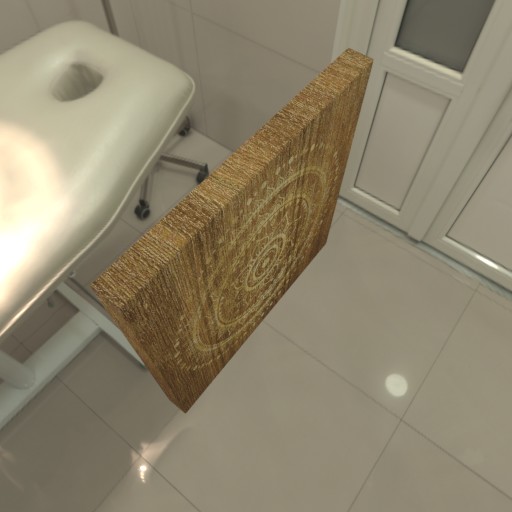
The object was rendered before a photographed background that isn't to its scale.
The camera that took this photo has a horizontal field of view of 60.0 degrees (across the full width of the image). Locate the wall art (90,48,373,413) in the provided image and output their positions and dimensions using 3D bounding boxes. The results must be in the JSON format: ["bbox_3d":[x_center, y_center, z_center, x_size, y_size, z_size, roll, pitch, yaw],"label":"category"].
[{"bbox_3d":[0.000,0.000,0.616,0.039,0.403,0.406,33,64,18],"label":"wall art"}]
